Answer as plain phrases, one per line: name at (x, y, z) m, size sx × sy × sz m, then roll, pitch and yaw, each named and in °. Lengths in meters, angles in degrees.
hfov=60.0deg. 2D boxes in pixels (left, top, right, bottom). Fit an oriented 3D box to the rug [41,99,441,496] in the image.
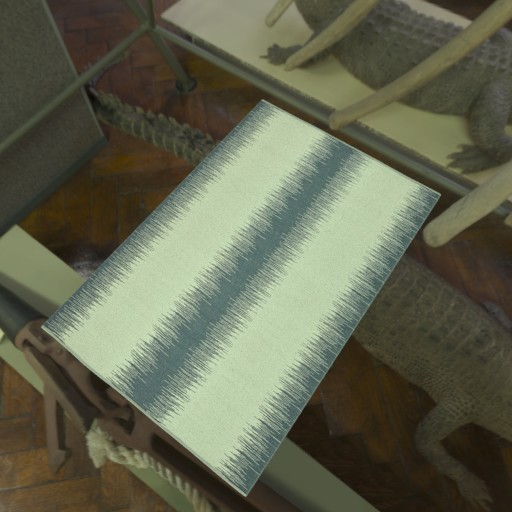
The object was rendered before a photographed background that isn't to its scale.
rug at (0.000, 0.000, 2.315) m, size 1.234 × 0.006 × 1.854 m, roll 33°, pitch 68°, yaw 15°
